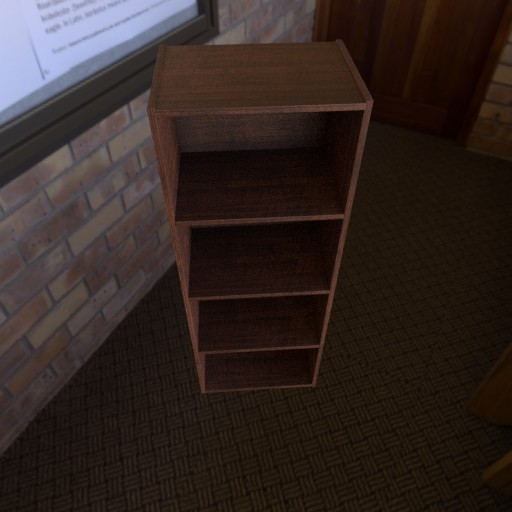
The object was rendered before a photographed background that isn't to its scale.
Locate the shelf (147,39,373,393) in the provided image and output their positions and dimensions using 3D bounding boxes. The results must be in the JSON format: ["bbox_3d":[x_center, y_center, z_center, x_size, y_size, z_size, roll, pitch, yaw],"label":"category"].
[{"bbox_3d":[0.000,0.000,1.298,0.415,1.099,0.290,-3,47,-3],"label":"shelf"}]
